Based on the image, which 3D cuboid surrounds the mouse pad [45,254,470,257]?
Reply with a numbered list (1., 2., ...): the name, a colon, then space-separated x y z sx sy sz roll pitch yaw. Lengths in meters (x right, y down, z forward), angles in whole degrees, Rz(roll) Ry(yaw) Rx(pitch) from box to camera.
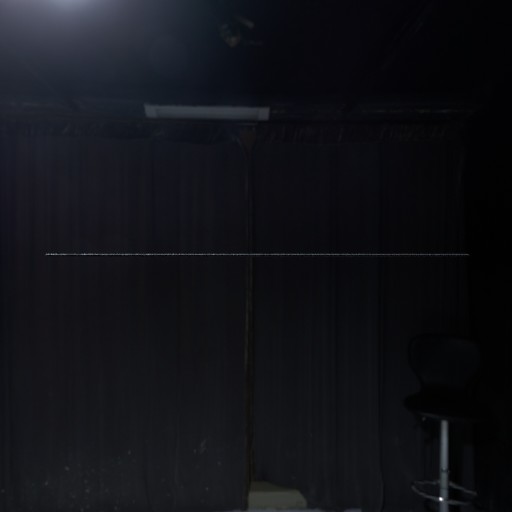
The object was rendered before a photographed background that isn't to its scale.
1. mouse pad: 0.000 0.000 0.646 0.451 0.002 0.393 0 0 -1
